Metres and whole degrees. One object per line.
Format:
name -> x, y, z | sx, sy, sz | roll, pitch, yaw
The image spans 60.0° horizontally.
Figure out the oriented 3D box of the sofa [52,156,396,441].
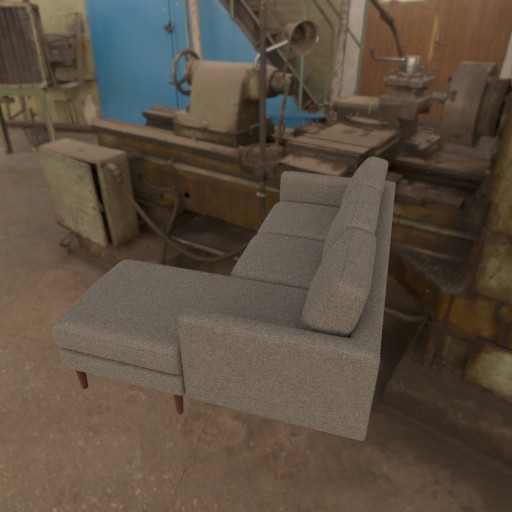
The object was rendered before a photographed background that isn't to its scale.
sofa -> 0.000, 0.000, 2.944 | 1.667, 0.957, 2.055 | 9, 32, 14
